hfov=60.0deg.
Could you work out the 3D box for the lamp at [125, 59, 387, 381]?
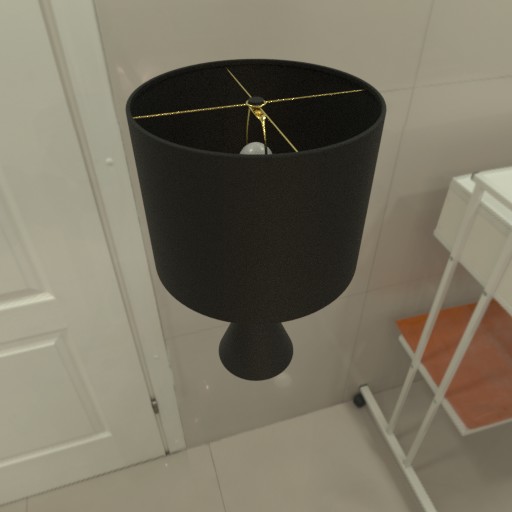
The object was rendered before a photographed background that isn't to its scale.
[{"bbox_3d":[0.000,0.000,0.810,0.359,0.584,0.359,-12,41,-14],"label":"lamp"}]
